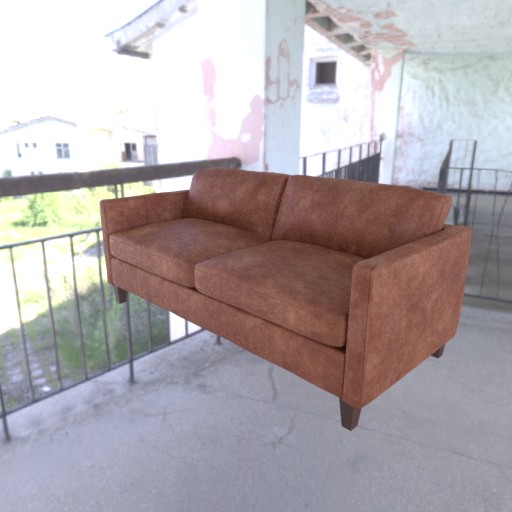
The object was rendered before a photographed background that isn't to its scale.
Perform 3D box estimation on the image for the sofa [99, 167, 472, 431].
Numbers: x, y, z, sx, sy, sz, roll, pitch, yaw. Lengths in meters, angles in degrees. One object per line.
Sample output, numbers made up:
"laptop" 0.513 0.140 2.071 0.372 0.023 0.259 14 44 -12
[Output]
"sofa" 0.000 0.000 2.475 0.923 0.863 1.971 -16 23 -43
